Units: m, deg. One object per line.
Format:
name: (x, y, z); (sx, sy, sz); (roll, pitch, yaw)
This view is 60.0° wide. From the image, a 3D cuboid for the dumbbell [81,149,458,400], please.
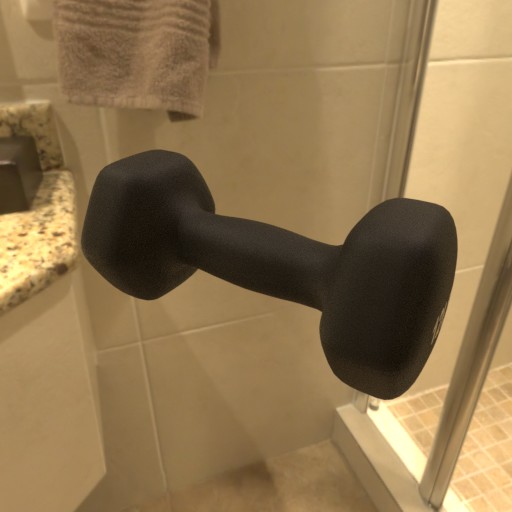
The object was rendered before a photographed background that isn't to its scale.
dumbbell: (0.000, 0.000, 0.284); (0.231, 0.101, 0.112); (17, 34, 28)
